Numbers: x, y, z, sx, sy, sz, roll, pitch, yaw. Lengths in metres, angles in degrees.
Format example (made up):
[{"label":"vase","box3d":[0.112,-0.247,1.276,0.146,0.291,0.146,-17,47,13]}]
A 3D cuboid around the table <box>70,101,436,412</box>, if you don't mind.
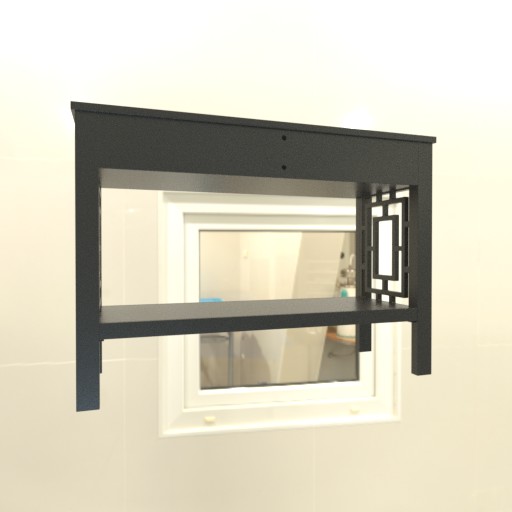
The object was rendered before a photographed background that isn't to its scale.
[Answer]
[{"label":"table","box3d":[0.000,0.000,1.422,1.068,0.753,0.397,0,1,-18]}]
